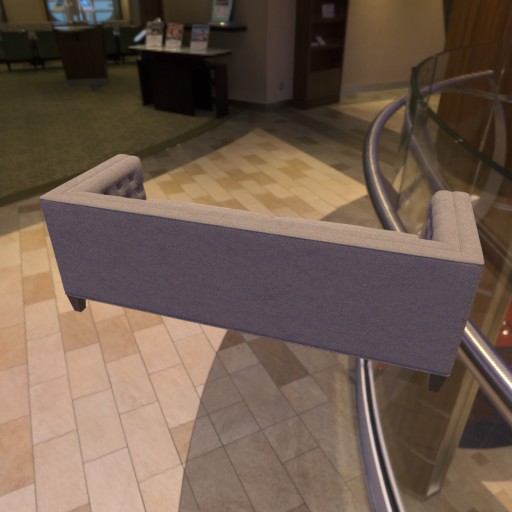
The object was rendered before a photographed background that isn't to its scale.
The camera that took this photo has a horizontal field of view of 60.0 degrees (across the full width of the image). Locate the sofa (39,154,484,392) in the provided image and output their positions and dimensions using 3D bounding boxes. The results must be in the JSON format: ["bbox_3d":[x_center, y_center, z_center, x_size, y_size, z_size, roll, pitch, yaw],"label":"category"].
[{"bbox_3d":[0.000,0.000,2.543,2.159,0.762,0.775,9,32,15],"label":"sofa"}]
